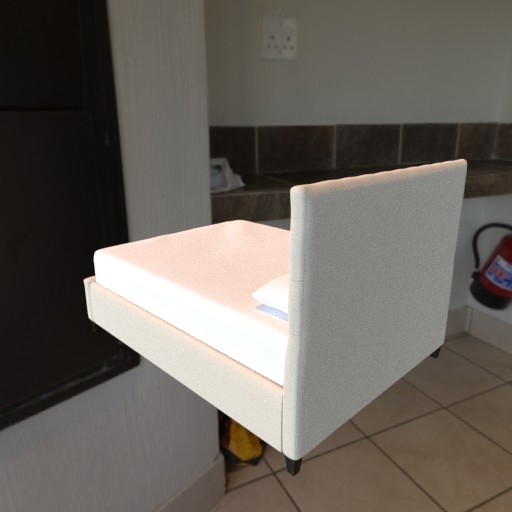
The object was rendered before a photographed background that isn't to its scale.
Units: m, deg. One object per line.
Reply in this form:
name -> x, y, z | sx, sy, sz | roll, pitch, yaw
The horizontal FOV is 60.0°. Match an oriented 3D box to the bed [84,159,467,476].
bed -> 0.000, 0.000, 3.249 | 1.696, 1.426, 2.233 | -17, 24, -42
